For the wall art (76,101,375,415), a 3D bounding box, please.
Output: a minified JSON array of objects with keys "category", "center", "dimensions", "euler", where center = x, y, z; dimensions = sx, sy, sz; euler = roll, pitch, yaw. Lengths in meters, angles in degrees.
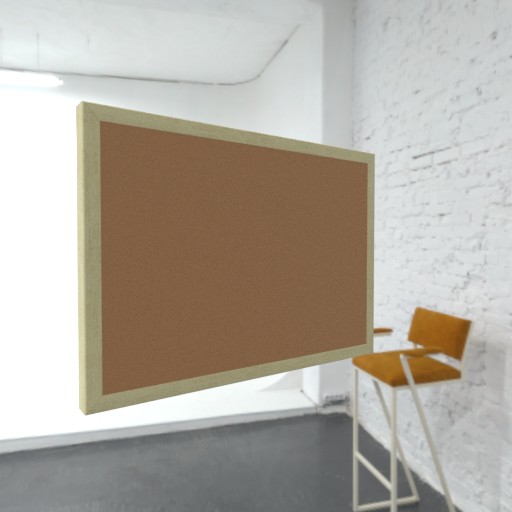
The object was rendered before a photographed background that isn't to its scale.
[{"category":"wall art","center":[0.000,0.000,0.702],"dimensions":[0.533,0.381,0.032],"euler":[-1,2,-36]}]
